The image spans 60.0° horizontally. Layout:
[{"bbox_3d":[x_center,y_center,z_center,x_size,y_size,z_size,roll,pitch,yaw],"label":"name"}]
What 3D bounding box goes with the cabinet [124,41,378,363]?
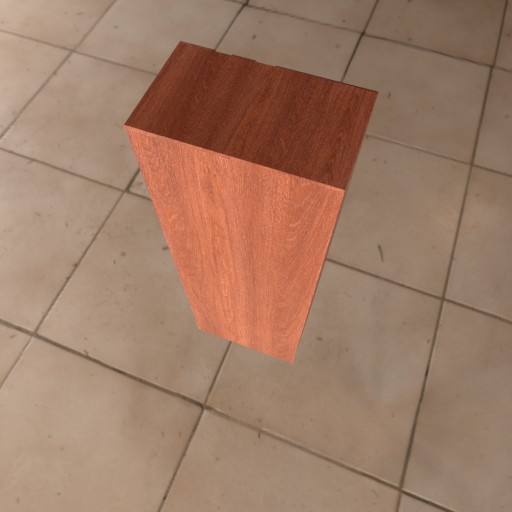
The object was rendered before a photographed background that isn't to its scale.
[{"bbox_3d":[0.000,0.000,2.199,0.660,1.980,0.420,18,64,9],"label":"cabinet"}]
